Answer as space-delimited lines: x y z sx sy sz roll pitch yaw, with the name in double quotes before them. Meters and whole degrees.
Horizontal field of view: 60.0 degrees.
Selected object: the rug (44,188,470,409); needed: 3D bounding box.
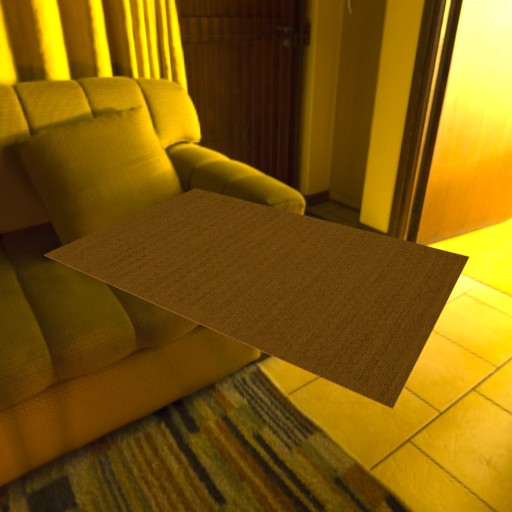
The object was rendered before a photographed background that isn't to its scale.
"rug" 0.000 0.000 2.180 1.752 0.006 1.142 18 33 29
